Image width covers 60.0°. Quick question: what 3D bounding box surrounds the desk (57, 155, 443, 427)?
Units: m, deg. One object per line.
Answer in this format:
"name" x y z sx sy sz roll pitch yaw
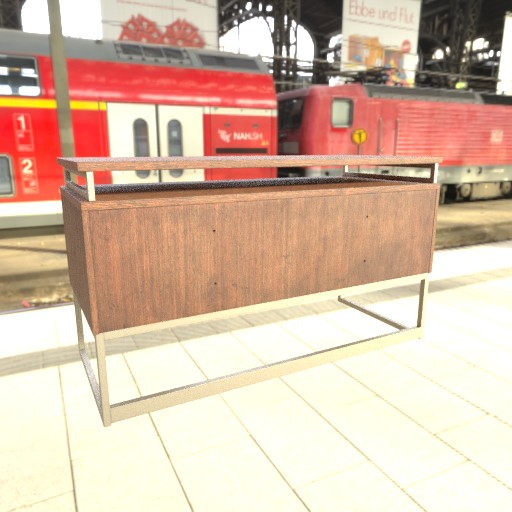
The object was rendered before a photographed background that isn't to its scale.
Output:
"desk" 0.000 0.000 1.822 1.384 0.792 0.610 -7 15 -27
